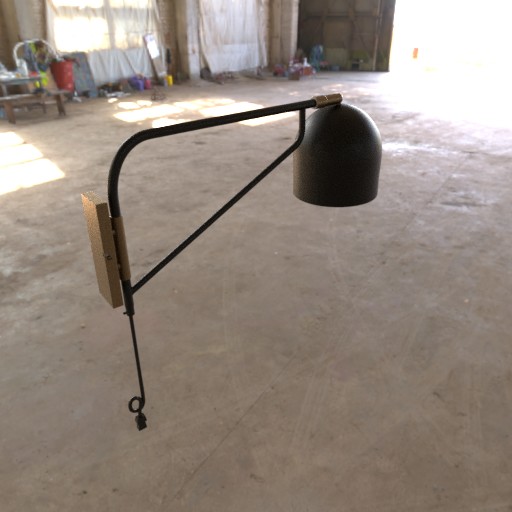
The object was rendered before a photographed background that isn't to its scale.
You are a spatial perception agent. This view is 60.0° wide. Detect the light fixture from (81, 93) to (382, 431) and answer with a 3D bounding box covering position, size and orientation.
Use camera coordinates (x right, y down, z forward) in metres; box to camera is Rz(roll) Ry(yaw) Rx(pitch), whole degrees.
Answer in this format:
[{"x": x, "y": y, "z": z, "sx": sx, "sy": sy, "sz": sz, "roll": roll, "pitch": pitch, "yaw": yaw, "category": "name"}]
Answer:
[{"x": 0.000, "y": 0.000, "z": 1.050, "sx": 0.720, "sy": 0.696, "sz": 0.215, "roll": -19, "pitch": 32, "yaw": -33, "category": "light fixture"}]
